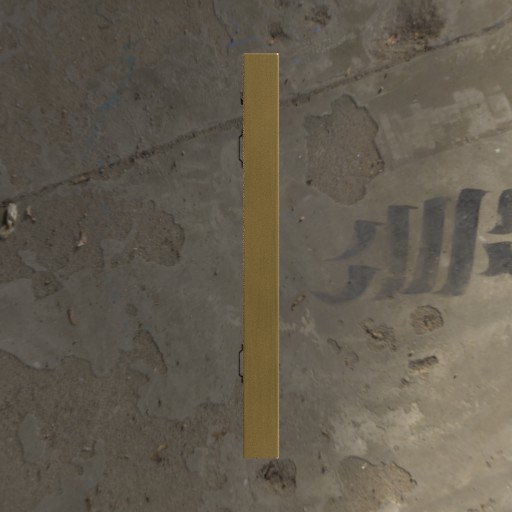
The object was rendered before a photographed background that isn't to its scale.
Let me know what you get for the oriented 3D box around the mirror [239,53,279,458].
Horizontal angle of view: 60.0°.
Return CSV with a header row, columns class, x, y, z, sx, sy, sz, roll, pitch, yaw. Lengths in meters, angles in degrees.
class,x,y,z,sx,sy,sz,roll,pitch,yaw
mirror,0.000,0.000,0.697,0.041,0.508,0.405,0,90,-1
